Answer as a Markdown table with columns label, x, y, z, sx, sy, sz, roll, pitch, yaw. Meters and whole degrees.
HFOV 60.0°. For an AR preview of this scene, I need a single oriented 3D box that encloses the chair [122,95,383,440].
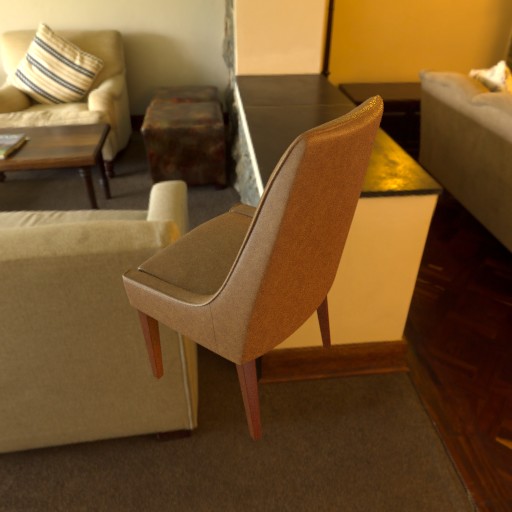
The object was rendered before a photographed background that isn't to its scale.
| label | x | y | z | sx | sy | sz | roll | pitch | yaw |
| --- | --- | --- | --- | --- | --- | --- | --- | --- | --- |
| chair | 0.000 | 0.000 | 1.226 | 0.544 | 0.861 | 0.529 | 21 | 39 | 29 |
